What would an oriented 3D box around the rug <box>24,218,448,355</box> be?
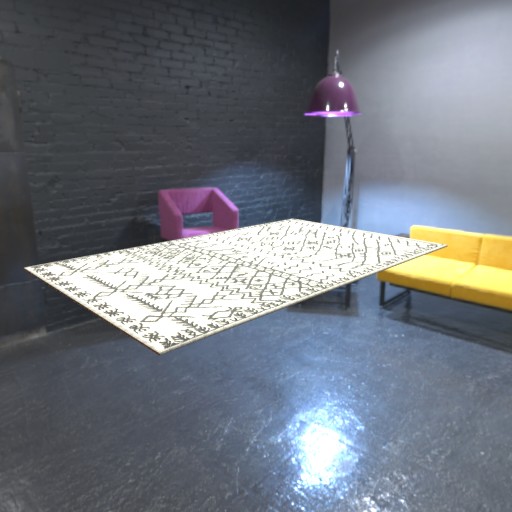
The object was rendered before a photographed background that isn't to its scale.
[{"bbox_3d":[0.000,0.000,2.973,2.444,0.012,1.526,-14,20,-42],"label":"rug"}]
